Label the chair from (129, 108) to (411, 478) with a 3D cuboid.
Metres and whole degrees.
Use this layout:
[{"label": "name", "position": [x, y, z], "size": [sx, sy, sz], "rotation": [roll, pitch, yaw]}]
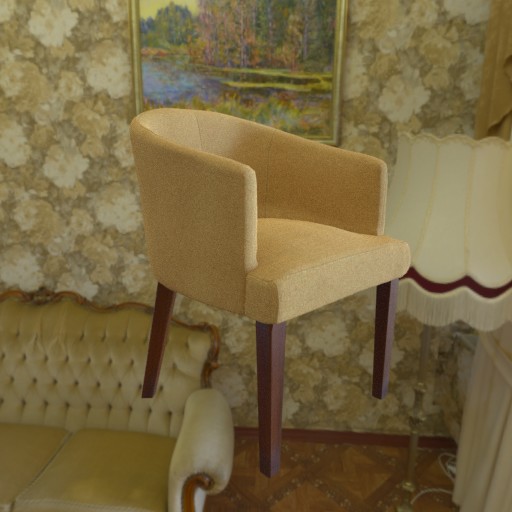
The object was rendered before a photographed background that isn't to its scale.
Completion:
[{"label": "chair", "position": [0.000, 0.000, 1.235], "size": [0.583, 0.811, 0.655], "rotation": [-13, 19, -42]}]
